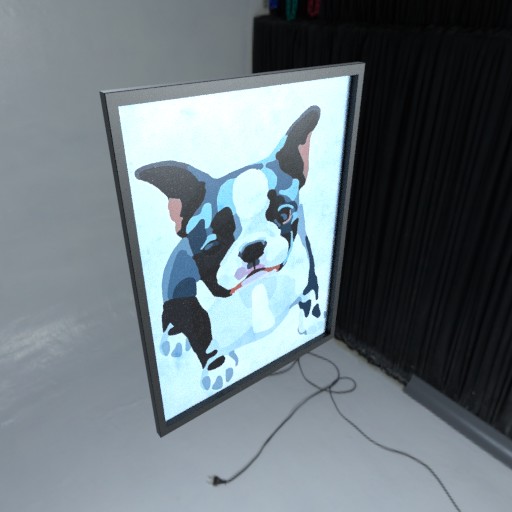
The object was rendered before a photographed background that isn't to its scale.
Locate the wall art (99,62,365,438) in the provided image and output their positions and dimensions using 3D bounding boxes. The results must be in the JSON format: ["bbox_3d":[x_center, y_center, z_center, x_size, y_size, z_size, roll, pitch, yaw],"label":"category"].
[{"bbox_3d":[0.000,0.000,1.342,0.774,1.027,0.030,-21,36,-32],"label":"wall art"}]
